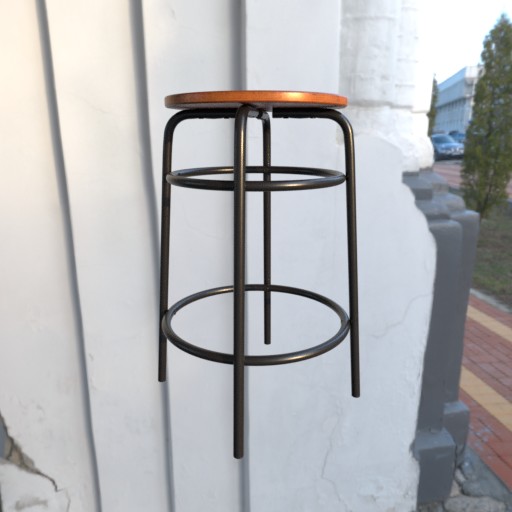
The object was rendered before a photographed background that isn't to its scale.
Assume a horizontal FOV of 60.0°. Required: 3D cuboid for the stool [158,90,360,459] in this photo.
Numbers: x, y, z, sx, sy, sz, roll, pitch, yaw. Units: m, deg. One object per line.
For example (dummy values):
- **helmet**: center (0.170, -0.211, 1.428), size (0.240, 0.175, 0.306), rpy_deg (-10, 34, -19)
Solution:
- **stool**: center (0.000, 0.000, 0.908), size (0.455, 0.610, 0.455), rpy_deg (2, 16, 8)
